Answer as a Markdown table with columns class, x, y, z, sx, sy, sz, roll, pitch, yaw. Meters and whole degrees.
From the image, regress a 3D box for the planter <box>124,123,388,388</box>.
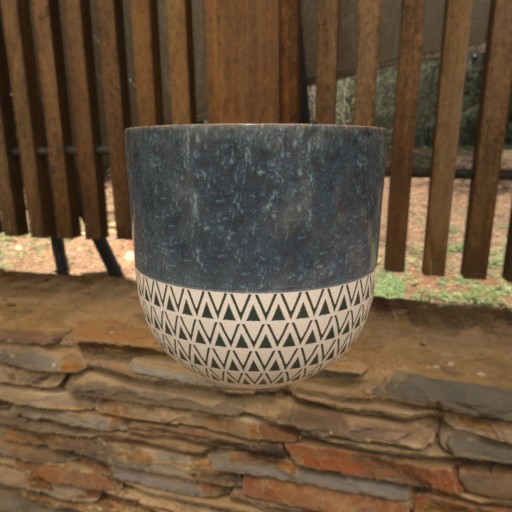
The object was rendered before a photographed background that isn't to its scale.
| class | x | y | z | sx | sy | sz | roll | pitch | yaw |
| --- | --- | --- | --- | --- | --- | --- | --- | --- | --- |
| planter | 0.000 | 0.000 | 0.495 | 0.266 | 0.270 | 0.266 | 0 | 13 | 0 |
